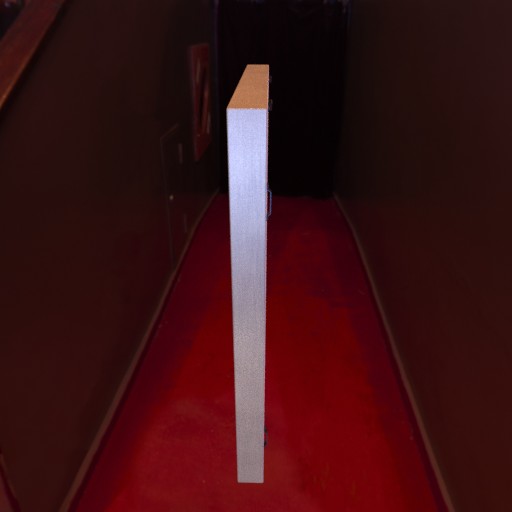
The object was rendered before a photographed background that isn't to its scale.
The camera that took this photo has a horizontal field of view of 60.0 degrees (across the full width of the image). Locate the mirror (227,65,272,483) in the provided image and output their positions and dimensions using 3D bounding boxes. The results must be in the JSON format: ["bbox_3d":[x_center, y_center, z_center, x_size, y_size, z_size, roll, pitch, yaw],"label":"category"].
[{"bbox_3d":[0.000,0.000,0.684,0.041,0.509,0.406,1,28,1],"label":"mirror"}]
